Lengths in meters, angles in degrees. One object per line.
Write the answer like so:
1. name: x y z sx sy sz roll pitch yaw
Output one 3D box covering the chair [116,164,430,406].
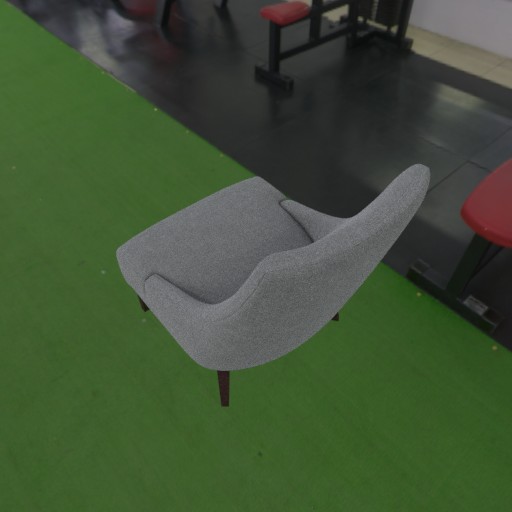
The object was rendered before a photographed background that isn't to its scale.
1. chair: 0.000 0.000 1.512 0.701 0.909 0.861 -32 55 -25
